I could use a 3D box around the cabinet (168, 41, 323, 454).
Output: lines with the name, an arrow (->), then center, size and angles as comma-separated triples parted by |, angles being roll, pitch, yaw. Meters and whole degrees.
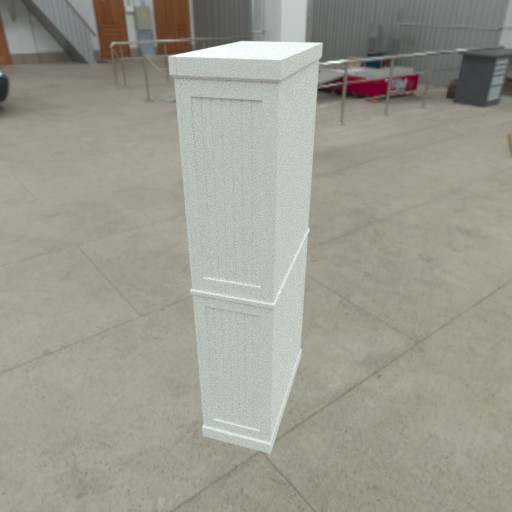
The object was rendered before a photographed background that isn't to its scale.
cabinet -> 0.000, 0.000, 2.150 | 0.390, 1.829, 0.754 | 9, 31, 15
